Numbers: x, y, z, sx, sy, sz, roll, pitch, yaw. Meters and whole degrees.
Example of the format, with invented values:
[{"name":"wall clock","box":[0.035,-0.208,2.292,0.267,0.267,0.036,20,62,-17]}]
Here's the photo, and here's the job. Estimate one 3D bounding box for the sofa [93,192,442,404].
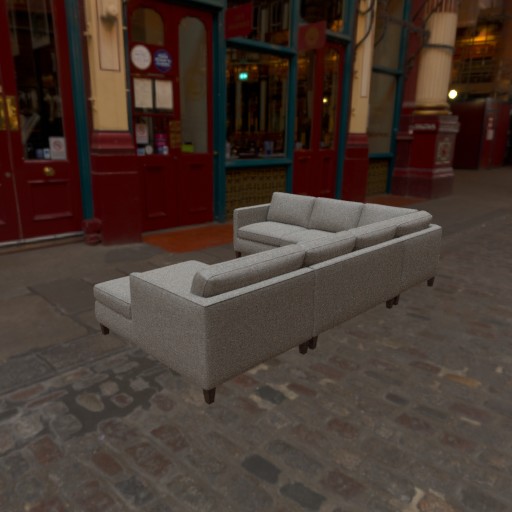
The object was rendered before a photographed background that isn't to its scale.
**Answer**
[{"name":"sofa","box":[0.000,0.000,4.710,3.403,0.889,2.551,-15,21,-43]}]
